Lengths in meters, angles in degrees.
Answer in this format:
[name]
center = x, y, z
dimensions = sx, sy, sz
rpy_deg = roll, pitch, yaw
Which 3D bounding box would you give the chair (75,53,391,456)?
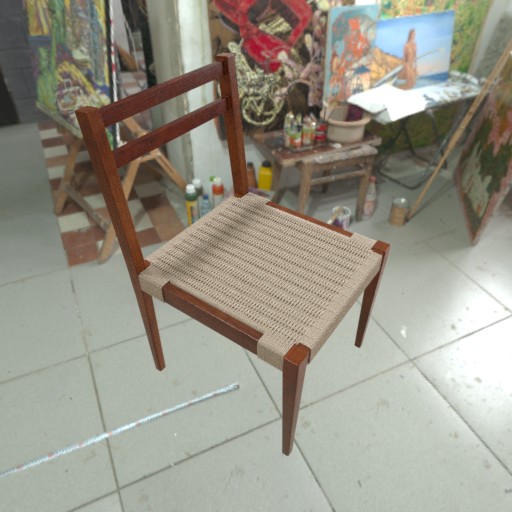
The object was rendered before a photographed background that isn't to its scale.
[chair]
center = 0.000, 0.000, 1.208
dimensions = 0.569, 0.851, 0.495
rpy_deg = 25, 46, 26
